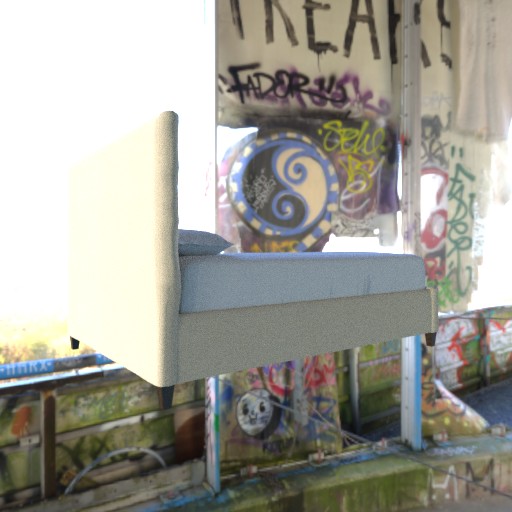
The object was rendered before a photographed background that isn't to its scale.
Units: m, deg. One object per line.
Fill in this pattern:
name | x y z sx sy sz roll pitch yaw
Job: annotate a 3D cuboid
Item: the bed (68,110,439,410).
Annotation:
bed | 0.000 0.000 3.451 2.387 1.427 1.698 -1 1 -37
